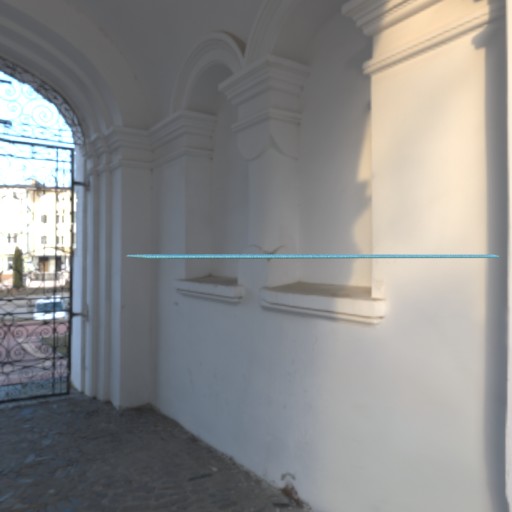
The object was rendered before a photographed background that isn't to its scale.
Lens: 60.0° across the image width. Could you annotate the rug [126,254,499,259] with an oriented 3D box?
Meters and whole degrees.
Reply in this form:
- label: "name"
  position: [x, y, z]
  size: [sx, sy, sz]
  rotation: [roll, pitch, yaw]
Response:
- label: "rug"
  position: [0.000, 0.000, 3.395]
  size: [1.830, 0.018, 2.769]
  rotation: [0, 0, -18]
